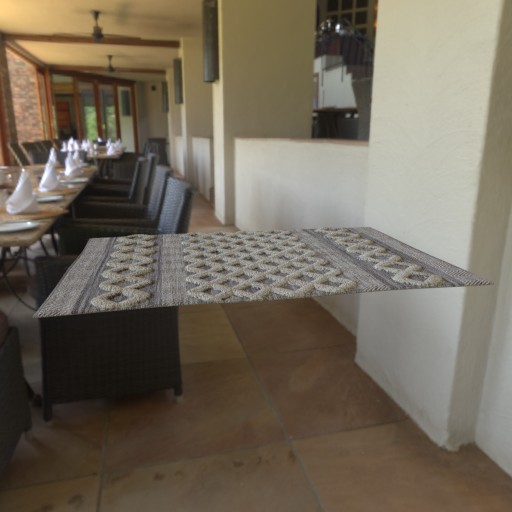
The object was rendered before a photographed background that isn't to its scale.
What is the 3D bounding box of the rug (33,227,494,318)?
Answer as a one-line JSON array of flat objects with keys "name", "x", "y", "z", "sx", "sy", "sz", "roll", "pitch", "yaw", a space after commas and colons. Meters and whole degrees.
[{"name": "rug", "x": 0.000, "y": 0.000, "z": 2.288, "sx": 1.823, "sy": 0.030, "sz": 1.222, "roll": -3, "pitch": 16, "yaw": -11}]
